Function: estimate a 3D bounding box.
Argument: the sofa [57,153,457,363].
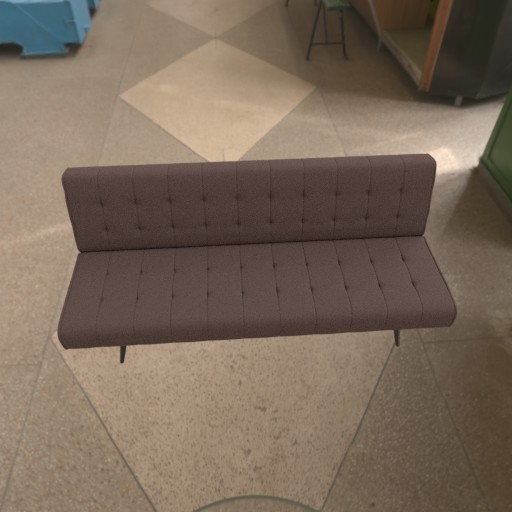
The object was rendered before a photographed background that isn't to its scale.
[{"bbox_3d":[0.000,0.000,2.104,1.703,0.699,0.747,-3,46,-3],"label":"sofa"}]
